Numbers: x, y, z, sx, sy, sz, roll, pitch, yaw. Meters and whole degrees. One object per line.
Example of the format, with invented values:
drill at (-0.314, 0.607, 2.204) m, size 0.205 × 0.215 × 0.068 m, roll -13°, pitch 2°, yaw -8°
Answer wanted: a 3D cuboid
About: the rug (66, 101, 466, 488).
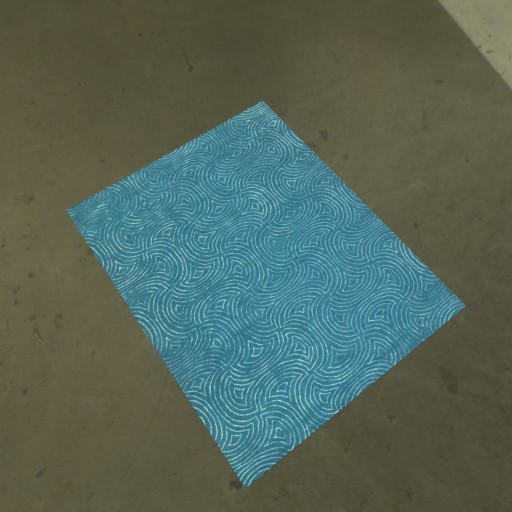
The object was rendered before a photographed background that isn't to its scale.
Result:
rug at (0.000, 0.000, 4.173) m, size 2.432 × 0.012 × 3.033 m, roll -34°, pitch 69°, yaw -15°
